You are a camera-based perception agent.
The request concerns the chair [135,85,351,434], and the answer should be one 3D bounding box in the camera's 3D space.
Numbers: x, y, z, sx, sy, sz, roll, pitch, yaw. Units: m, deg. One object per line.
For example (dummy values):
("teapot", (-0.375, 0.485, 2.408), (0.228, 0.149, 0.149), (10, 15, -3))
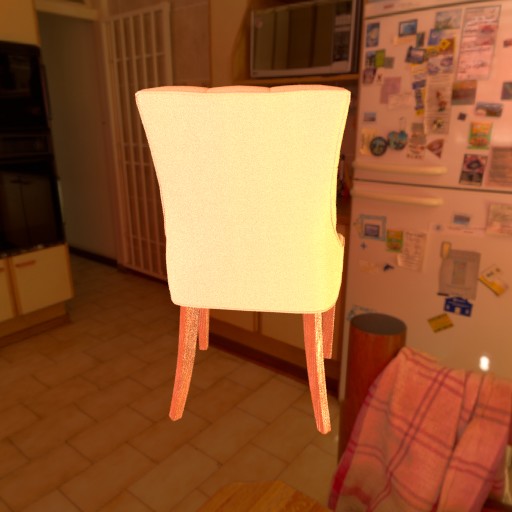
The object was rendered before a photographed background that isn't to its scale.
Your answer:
("chair", (0.000, 0.000, 1.255), (0.509, 0.874, 0.565), (2, 18, 7))
